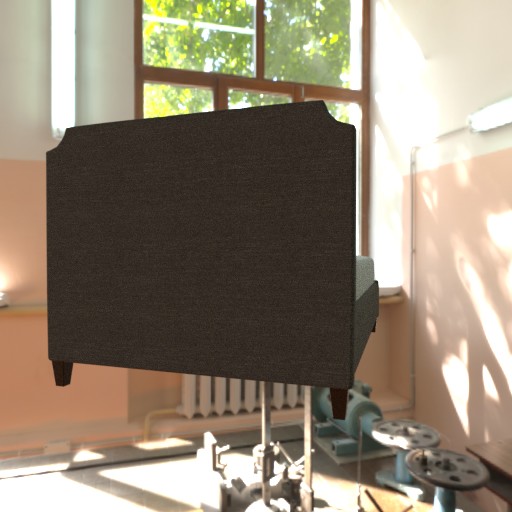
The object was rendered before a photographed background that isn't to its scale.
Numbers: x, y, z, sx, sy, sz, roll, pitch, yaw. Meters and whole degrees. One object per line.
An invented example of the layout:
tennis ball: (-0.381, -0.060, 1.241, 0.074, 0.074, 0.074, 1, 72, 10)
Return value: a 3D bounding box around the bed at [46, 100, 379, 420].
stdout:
bed: (0.000, 0.000, 3.359, 1.713, 1.457, 2.381, 0, 1, 18)
